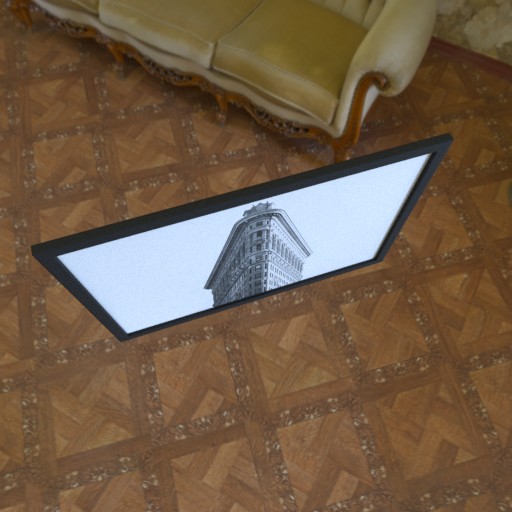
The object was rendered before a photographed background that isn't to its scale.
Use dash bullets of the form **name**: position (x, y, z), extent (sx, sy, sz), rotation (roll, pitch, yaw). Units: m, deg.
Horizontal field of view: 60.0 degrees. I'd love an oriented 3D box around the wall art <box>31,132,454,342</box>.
- **wall art**: position (0.000, 0.000, 1.265), extent (0.964, 0.659, 0.049), rotation (-15, 65, -7)
